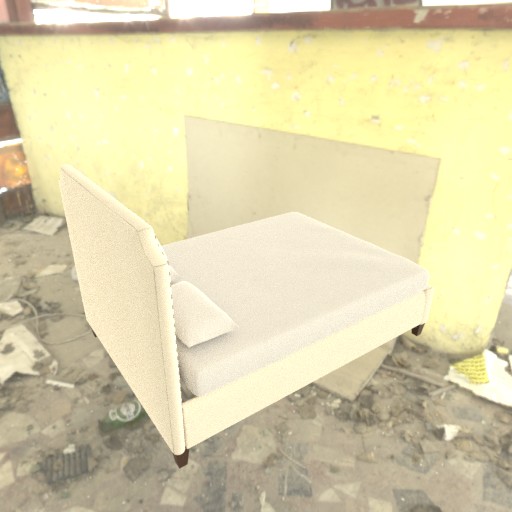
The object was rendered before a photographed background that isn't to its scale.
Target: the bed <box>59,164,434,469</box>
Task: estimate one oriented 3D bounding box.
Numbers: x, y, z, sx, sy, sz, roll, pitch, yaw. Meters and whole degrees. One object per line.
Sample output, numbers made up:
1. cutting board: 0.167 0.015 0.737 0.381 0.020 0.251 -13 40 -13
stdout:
1. bed: 0.000 0.000 3.458 2.372 1.497 1.712 -17 31 -31
